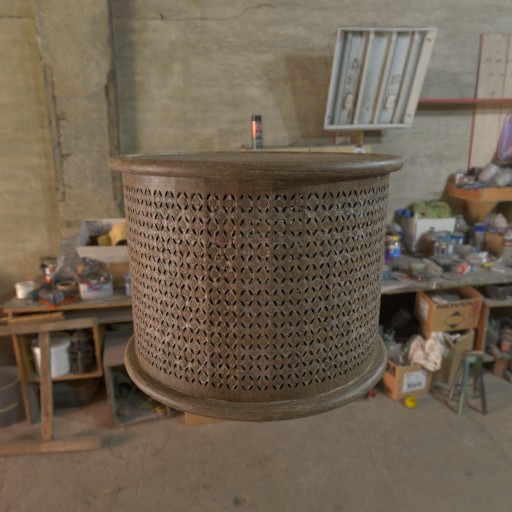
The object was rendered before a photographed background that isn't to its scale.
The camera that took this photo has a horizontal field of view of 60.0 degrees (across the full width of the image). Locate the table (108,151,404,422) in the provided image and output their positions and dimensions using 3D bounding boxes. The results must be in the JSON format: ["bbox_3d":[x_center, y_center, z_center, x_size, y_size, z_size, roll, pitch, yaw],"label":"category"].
[{"bbox_3d":[0.000,0.000,1.009,0.607,0.450,0.607,0,15,0],"label":"table"}]
